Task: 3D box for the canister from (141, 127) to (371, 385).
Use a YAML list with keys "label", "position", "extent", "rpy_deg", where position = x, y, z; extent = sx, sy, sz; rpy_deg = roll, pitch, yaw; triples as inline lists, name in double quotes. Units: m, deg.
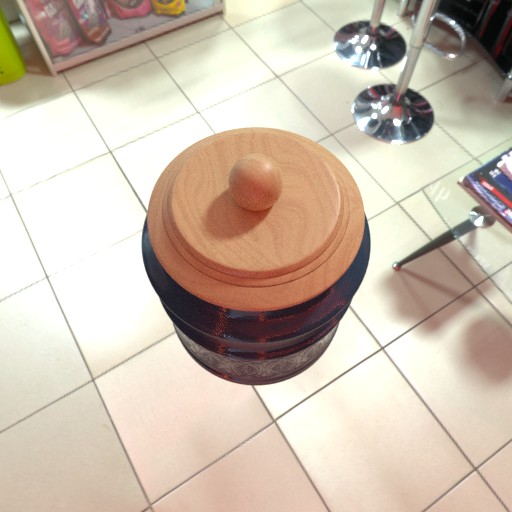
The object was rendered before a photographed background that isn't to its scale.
- label: "canister"
  position: [0.000, 0.000, 0.278]
  extent: [0.130, 0.176, 0.130]
  rpy_deg: [0, 62, 0]
